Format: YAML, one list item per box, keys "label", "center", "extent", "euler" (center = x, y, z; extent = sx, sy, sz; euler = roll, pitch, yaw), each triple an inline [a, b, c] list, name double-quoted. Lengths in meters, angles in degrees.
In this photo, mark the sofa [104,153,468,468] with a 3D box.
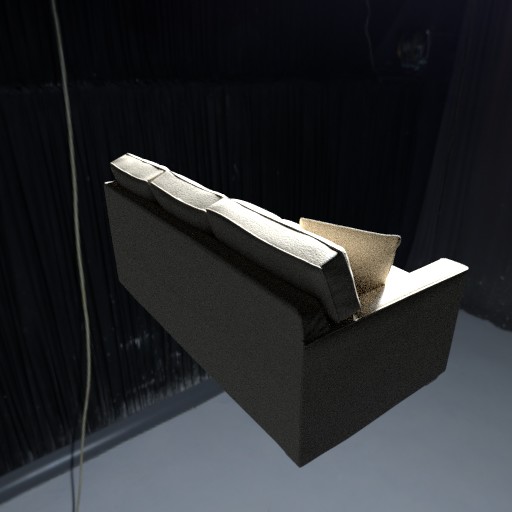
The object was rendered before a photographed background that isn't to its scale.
- label: "sofa"
  center: [0.000, 0.000, 2.530]
  extent: [1.034, 0.946, 1.962]
  euler: [-17, 29, -33]
